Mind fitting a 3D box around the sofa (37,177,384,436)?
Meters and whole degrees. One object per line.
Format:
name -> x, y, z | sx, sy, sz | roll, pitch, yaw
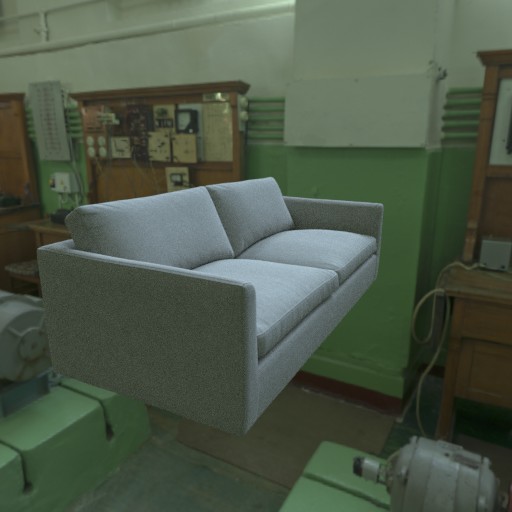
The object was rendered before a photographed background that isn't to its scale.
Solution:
sofa -> 0.000, 0.000, 2.761 | 1.090, 0.838, 2.588 | 8, 16, 26
